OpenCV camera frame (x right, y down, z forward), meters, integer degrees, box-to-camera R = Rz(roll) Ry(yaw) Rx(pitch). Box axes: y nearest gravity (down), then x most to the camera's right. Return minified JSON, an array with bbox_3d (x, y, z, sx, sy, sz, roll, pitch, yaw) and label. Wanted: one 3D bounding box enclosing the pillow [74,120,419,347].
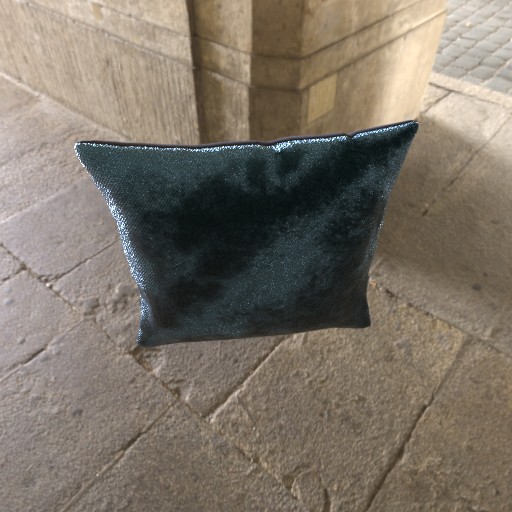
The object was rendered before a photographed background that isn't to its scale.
[{"bbox_3d":[0.000,0.000,0.681,0.436,0.430,0.138,-4,46,-4],"label":"pillow"}]
